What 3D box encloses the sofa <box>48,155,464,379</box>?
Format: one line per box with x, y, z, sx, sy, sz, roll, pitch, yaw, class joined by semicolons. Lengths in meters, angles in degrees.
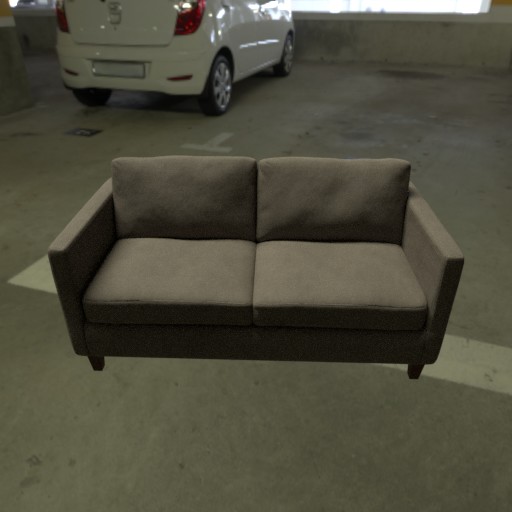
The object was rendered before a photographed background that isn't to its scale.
0.000;0.000;2.468;1.884;0.963;0.950;1;31;2;sofa
